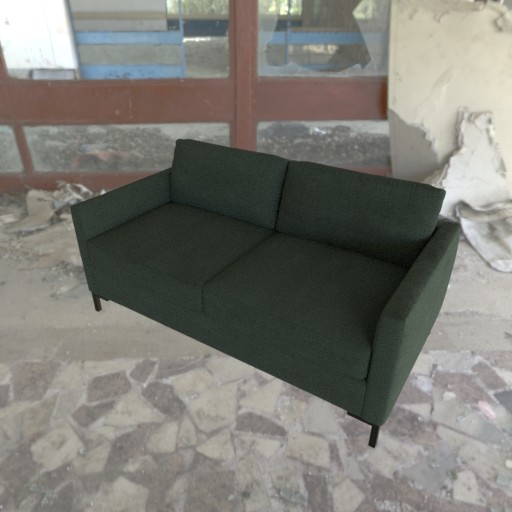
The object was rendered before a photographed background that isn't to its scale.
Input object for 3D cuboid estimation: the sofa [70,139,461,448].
[{"bbox_3d":[0.000,0.000,2.170,1.676,0.817,0.875,18,34,28],"label":"sofa"}]
